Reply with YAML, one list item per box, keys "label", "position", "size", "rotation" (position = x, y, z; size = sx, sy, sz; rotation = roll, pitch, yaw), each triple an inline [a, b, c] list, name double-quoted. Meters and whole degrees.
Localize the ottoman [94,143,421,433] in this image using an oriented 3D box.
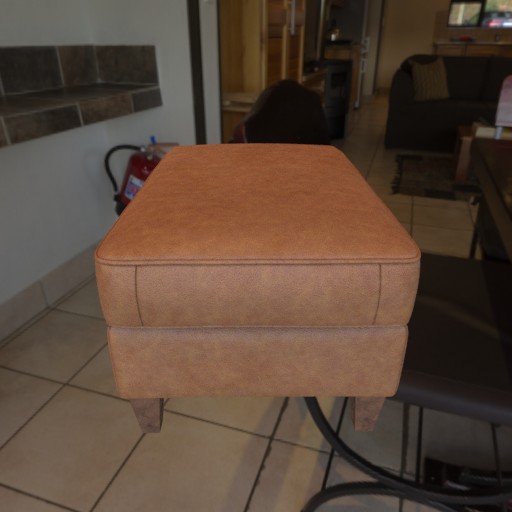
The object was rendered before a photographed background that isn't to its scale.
- label: "ottoman"
  position: [0.000, 0.000, 1.182]
  size: [0.584, 0.483, 0.864]
  rotation: [0, 26, -1]
